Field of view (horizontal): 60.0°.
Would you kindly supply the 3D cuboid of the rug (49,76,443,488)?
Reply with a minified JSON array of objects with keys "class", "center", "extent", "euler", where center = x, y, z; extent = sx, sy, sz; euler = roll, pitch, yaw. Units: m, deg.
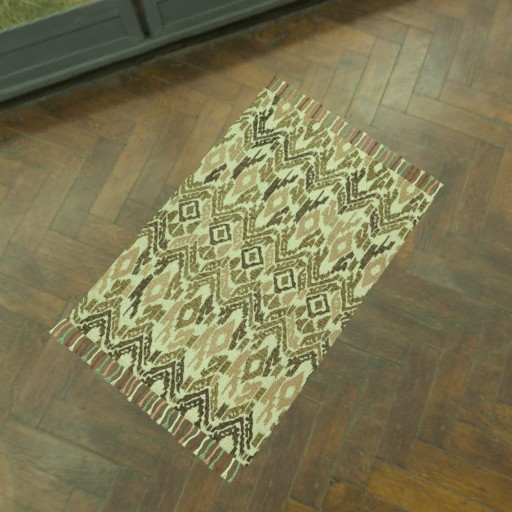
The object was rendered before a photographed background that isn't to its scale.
[{"class":"rug","center":[0.000,0.000,2.985],"extent":[1.524,0.008,2.438],"euler":[36,78,9]}]
